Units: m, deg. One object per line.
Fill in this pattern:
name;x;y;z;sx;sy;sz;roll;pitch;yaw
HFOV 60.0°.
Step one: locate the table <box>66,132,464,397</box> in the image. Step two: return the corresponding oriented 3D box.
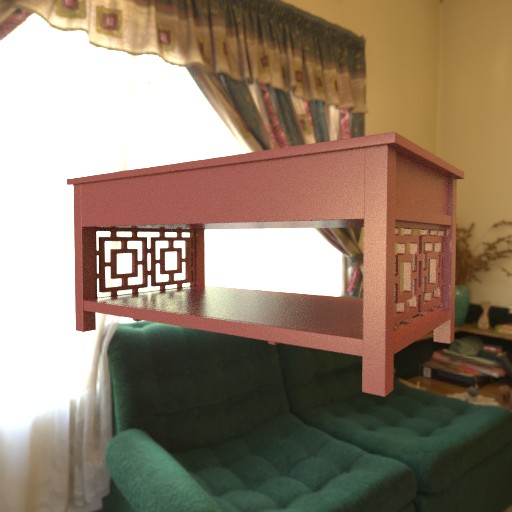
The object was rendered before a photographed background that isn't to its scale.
table;0.000;0.000;1.372;1.068;0.493;0.612;2;3;36
